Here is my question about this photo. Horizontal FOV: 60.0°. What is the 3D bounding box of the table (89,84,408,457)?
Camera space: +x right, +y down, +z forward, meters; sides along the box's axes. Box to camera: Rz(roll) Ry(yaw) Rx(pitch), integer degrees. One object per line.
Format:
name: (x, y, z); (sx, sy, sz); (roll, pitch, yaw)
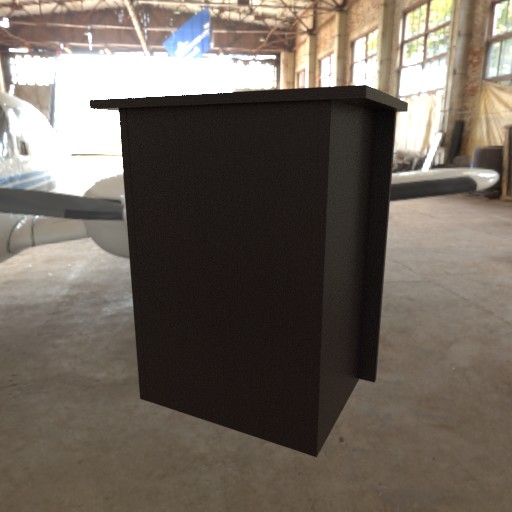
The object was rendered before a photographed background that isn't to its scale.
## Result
table: (0.000, 0.000, 1.077); (0.589, 0.711, 0.408); (7, 16, 26)
